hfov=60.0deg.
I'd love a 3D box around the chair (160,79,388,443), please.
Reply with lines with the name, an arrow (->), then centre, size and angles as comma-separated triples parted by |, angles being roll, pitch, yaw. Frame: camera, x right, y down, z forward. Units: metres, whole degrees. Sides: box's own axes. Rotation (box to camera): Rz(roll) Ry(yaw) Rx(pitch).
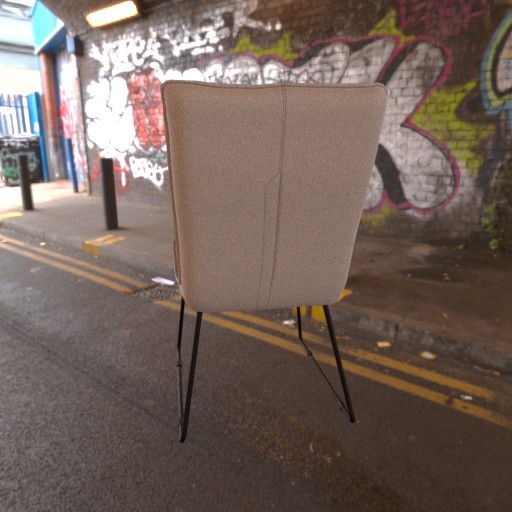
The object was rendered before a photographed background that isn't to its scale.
chair -> 0.000, 0.000, 1.353 | 0.515, 0.930, 0.688 | -3, 15, -10
